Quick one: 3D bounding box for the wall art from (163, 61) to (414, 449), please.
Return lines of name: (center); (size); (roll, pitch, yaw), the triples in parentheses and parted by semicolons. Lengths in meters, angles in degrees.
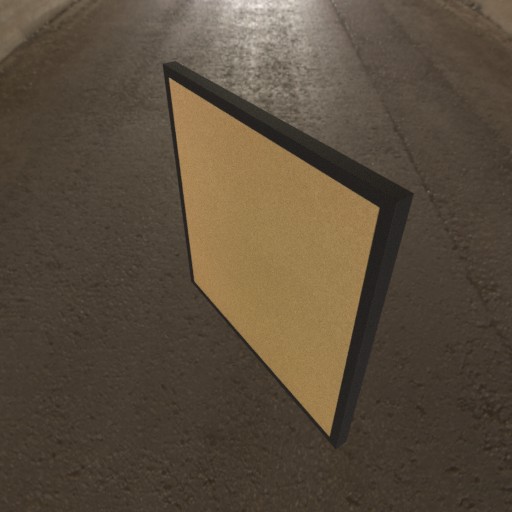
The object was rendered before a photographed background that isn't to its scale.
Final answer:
wall art: (0.000, 0.000, 1.135); (0.037, 0.760, 0.762); (-25, 46, -26)
